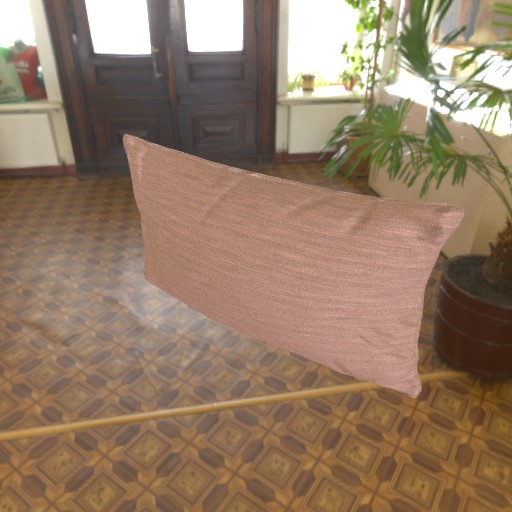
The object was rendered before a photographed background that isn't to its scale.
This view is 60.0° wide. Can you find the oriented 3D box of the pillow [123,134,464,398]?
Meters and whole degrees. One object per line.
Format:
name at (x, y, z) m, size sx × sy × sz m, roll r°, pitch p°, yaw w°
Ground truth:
pillow at (0.000, 0.000, 0.787) m, size 0.633 × 0.338 × 0.210 m, roll 19°, pitch 35°, yaw 29°
